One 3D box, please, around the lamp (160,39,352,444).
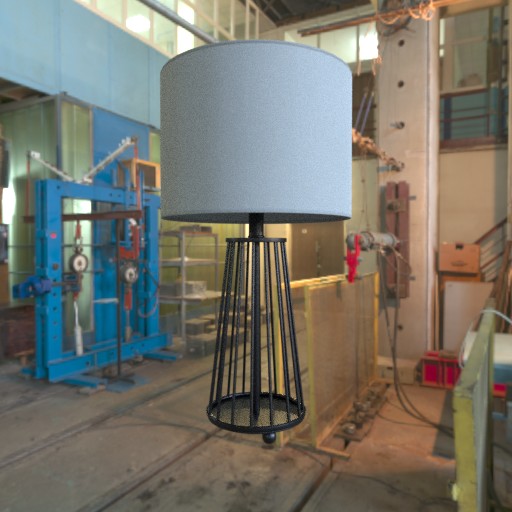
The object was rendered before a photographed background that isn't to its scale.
[{"bbox_3d":[0.000,0.000,0.766,0.322,0.593,0.322,0,1,-17],"label":"lamp"}]
